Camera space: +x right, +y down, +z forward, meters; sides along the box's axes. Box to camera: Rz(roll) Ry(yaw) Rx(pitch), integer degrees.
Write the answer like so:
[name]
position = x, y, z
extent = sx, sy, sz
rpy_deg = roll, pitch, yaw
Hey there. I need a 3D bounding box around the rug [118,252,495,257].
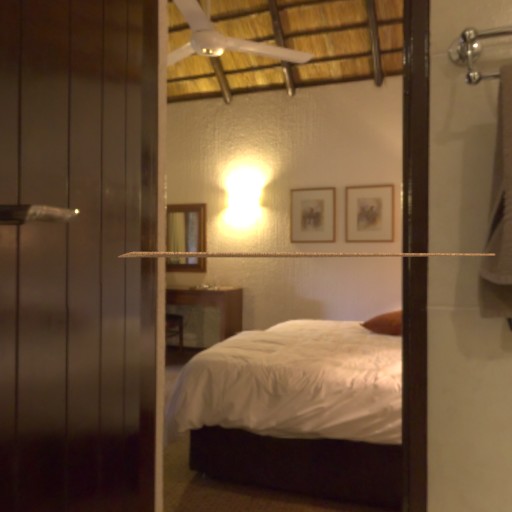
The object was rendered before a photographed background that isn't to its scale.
[rug]
position = 0.000, 0.000, 4.218
extent = 2.448, 0.013, 3.205
rpy_deg = 0, 0, -18
